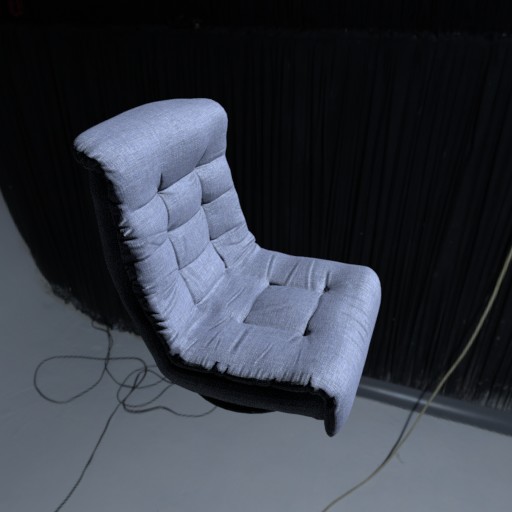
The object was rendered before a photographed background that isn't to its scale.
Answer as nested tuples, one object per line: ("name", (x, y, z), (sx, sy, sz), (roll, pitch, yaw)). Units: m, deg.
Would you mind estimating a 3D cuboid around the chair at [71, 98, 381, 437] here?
("chair", (0.000, 0.000, 1.208), (0.668, 0.749, 0.597), (11, 32, 18))
